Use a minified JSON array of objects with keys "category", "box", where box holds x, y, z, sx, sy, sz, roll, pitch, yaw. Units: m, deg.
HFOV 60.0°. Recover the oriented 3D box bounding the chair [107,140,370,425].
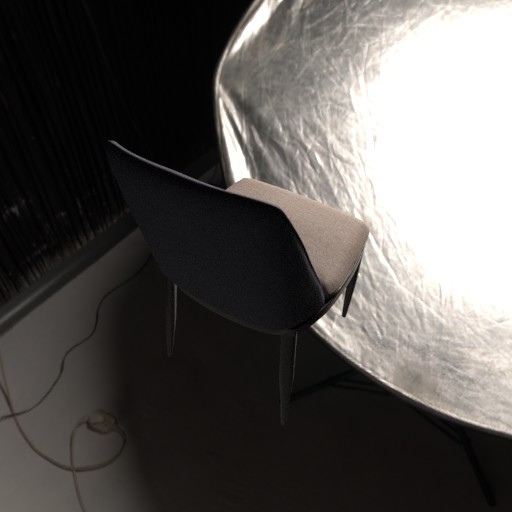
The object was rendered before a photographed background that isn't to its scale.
[{"category":"chair","box":[0.000,0.000,1.186,0.480,0.839,0.551,24,50,22]}]
